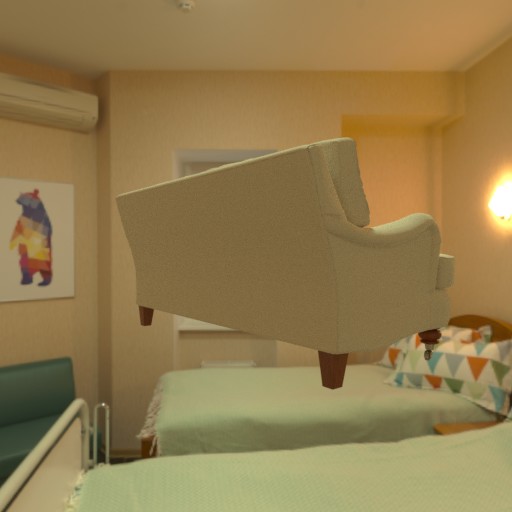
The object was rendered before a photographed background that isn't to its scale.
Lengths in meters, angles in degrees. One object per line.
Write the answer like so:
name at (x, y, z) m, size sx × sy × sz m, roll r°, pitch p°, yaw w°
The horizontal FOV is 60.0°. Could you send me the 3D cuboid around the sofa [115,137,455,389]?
sofa at (0.000, 0.000, 2.844) m, size 1.086 × 1.087 × 2.159 m, roll -1°, pitch 1°, yaw -37°
